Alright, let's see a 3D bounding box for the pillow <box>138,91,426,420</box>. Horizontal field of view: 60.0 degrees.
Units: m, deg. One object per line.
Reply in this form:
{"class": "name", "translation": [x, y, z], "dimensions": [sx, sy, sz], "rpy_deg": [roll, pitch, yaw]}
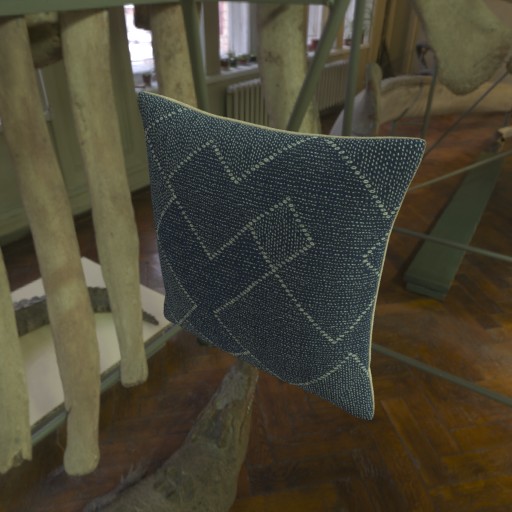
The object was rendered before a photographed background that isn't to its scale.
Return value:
{"class": "pillow", "translation": [0.000, 0.000, 0.671], "dimensions": [0.435, 0.428, 0.148], "rpy_deg": [20, 36, 29]}
